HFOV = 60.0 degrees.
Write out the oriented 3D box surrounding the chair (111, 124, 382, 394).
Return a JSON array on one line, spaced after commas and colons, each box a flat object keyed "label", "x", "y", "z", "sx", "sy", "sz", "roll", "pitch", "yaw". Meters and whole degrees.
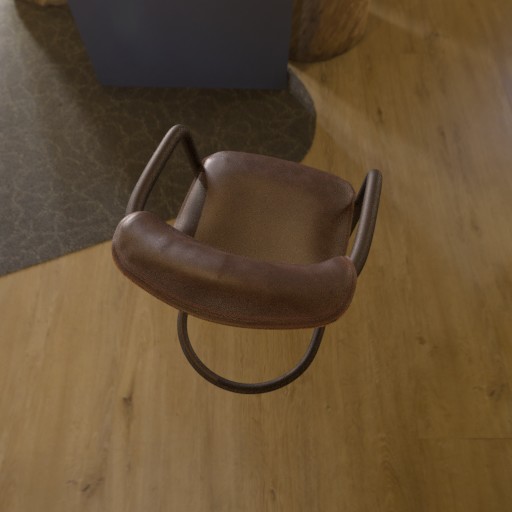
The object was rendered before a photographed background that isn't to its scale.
[{"label": "chair", "x": 0.000, "y": 0.000, "z": 1.265, "sx": 0.536, "sy": 0.836, "sz": 0.664, "roll": 15, "pitch": 66, "yaw": 7}]
